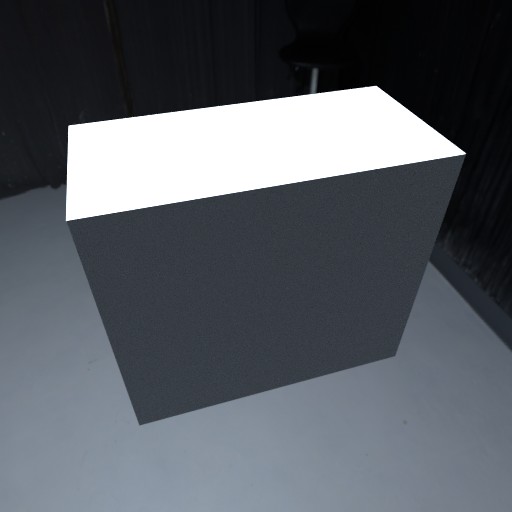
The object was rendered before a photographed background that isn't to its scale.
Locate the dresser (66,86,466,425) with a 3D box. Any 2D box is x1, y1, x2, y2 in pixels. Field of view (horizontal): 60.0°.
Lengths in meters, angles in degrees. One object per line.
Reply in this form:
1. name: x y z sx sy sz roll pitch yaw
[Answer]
1. dresser: 0.000 0.000 1.271 0.830 0.740 0.420 -11 43 -12
